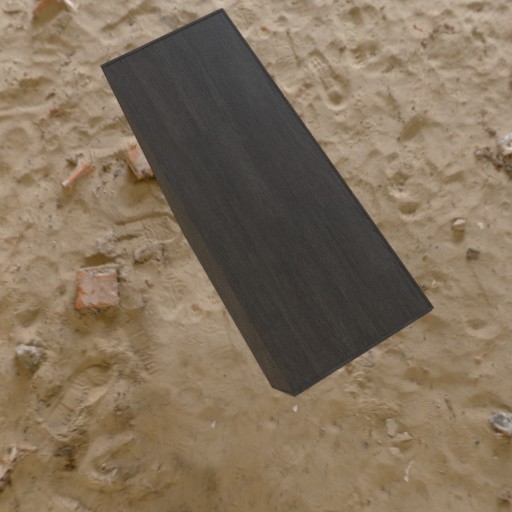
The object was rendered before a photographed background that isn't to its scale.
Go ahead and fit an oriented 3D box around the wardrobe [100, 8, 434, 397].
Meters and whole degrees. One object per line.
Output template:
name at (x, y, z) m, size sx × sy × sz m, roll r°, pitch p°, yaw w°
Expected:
wardrobe at (0.000, 0.000, 2.360) m, size 0.510 × 1.910 × 1.290 m, roll -30°, pitch 76°, yaw -8°
